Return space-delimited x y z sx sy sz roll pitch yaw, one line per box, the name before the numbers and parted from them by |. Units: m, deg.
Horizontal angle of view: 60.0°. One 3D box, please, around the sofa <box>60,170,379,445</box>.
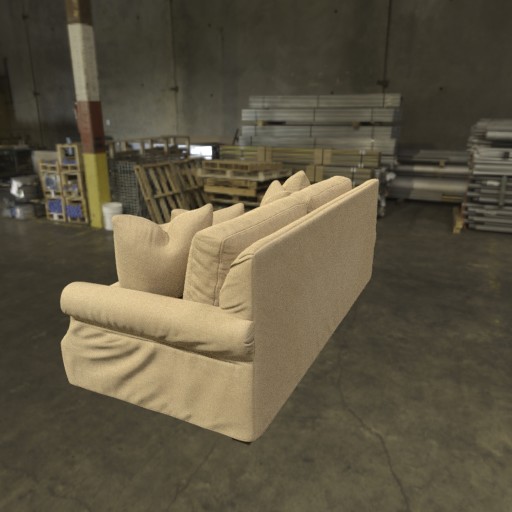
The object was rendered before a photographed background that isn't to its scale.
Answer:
sofa | 0.000 0.000 2.749 1.067 0.904 2.285 8 19 25
